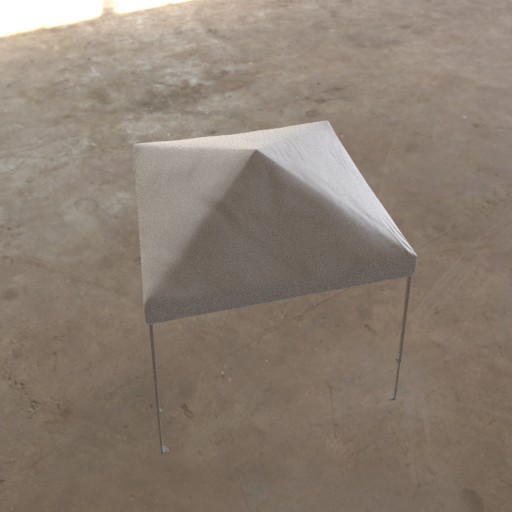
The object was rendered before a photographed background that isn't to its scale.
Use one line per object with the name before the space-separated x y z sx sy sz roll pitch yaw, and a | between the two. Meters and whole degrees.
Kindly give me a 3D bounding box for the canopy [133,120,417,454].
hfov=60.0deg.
canopy | 0.000 0.000 5.105 2.848 2.849 2.849 -9 47 -9
